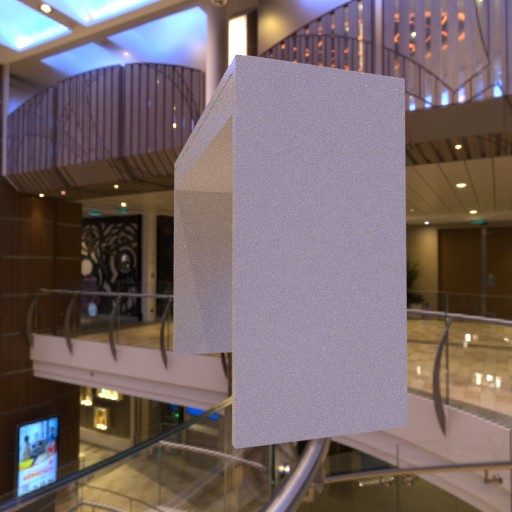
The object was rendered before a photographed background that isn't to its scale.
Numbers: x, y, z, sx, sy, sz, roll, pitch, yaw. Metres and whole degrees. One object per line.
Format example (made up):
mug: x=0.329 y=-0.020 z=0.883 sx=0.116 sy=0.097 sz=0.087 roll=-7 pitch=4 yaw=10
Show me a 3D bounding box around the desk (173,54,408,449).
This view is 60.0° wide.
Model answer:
desk: x=0.000 y=0.000 z=1.422 sx=0.400 sy=0.790 sz=1.000 roll=0 pitch=-2 yaw=-17
